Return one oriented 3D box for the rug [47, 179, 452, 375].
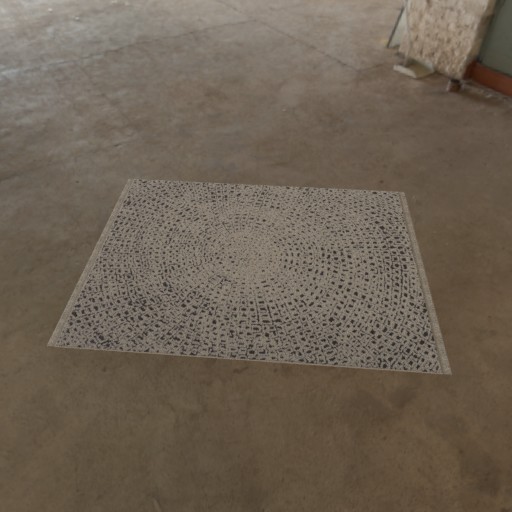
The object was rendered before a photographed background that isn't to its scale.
[{"bbox_3d":[0.000,0.000,2.201,1.634,0.003,1.190,3,45,3],"label":"rug"}]
